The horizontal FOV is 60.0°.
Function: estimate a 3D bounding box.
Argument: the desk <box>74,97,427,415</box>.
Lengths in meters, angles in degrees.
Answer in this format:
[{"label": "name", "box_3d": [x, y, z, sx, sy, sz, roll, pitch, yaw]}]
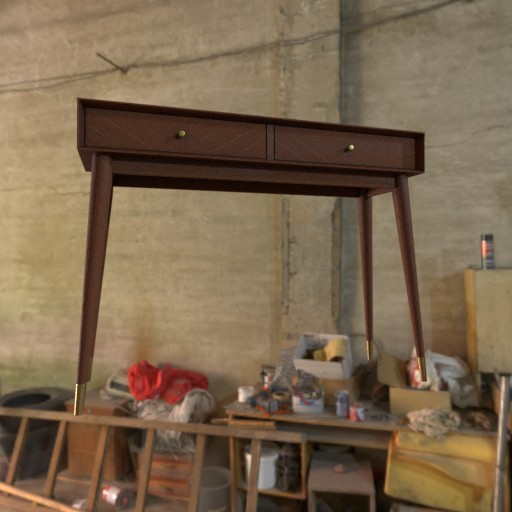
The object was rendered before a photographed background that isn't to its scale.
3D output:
[{"label": "desk", "box_3d": [0.000, 0.000, 1.626, 1.204, 0.917, 0.384, 0, 0, -17]}]
